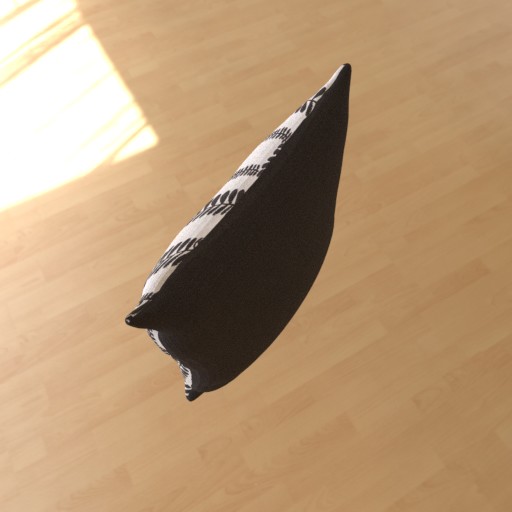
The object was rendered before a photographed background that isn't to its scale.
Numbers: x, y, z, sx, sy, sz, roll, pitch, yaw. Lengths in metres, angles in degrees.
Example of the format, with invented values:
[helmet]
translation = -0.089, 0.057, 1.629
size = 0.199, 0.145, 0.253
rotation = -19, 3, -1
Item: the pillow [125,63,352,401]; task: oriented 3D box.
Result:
[pillow]
translation = 0.000, 0.000, 0.691
size = 0.182, 0.441, 0.440
rotation = 32, 67, 15
